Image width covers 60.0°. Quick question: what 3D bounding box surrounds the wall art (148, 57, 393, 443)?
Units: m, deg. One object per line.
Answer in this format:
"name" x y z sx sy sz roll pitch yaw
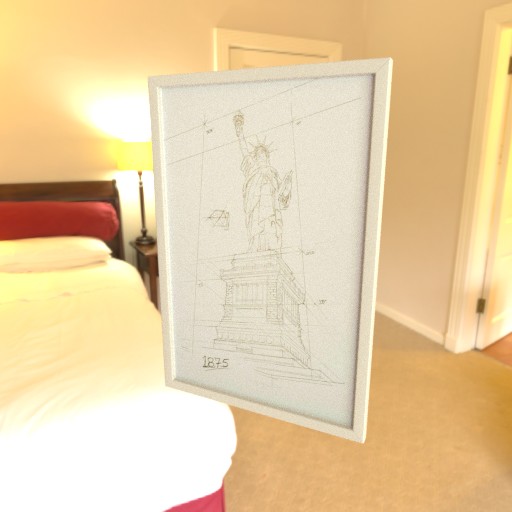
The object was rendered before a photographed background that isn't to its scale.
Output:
"wall art" 0.000 0.000 1.503 0.808 1.183 0.038 7 16 25
